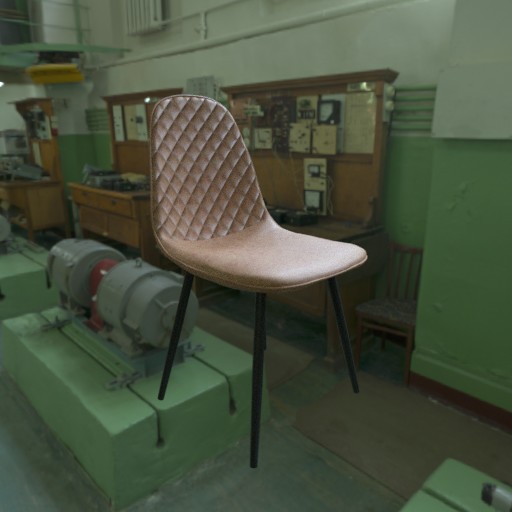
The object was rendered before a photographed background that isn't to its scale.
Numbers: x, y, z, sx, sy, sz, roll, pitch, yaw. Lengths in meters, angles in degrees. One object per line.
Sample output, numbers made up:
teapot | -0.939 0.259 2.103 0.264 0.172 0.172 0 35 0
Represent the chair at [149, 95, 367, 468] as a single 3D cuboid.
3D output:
chair | 0.000 0.000 1.259 0.561 0.889 0.472 15 22 43
